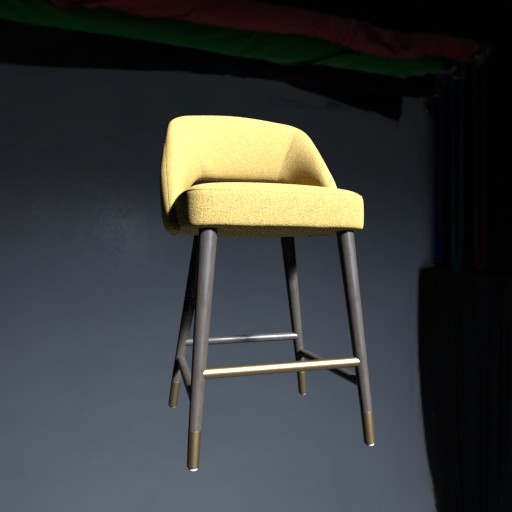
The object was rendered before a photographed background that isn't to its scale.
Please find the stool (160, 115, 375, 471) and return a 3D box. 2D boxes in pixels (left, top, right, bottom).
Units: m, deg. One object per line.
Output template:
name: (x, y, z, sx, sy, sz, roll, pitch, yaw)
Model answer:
stool: (0.000, 0.000, 1.272, 0.536, 0.939, 0.522, 0, 0, -17)
